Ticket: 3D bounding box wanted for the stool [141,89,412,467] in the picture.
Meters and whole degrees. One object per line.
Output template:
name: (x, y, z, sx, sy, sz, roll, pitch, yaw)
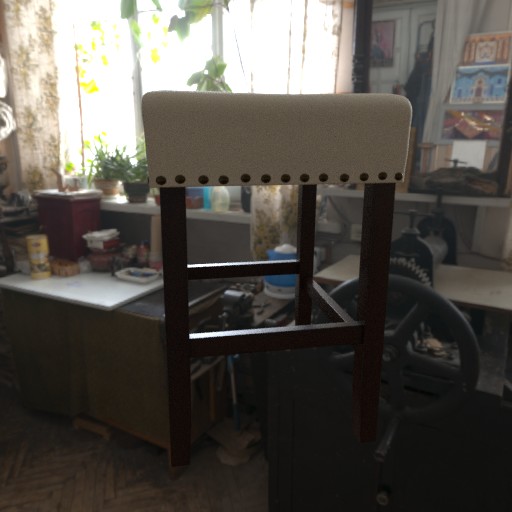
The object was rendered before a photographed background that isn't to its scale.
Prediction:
stool: (0.000, 0.000, 0.920, 0.401, 0.609, 0.471, -3, 15, -10)
